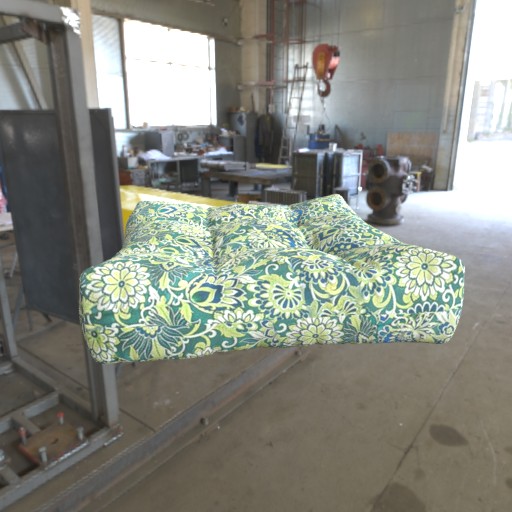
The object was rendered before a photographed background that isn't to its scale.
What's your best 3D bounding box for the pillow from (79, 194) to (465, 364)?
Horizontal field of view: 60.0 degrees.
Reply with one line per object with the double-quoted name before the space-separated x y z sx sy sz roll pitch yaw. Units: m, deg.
"pillow" 0.000 0.000 0.734 0.468 0.128 0.490 -2 17 -7
